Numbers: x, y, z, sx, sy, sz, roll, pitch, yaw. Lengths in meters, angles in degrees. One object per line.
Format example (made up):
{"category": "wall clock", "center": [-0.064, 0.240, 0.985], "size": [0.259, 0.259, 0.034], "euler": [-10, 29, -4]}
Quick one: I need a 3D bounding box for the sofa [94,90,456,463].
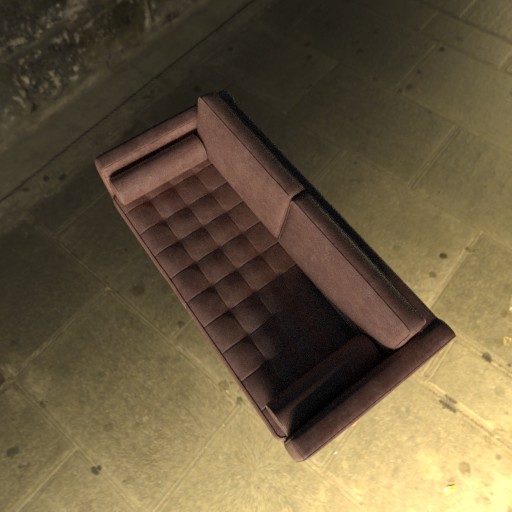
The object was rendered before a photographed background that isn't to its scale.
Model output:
{"category": "sofa", "center": [0.000, 0.000, 2.360], "size": [0.910, 0.760, 1.870], "euler": [-33, 69, -15]}
